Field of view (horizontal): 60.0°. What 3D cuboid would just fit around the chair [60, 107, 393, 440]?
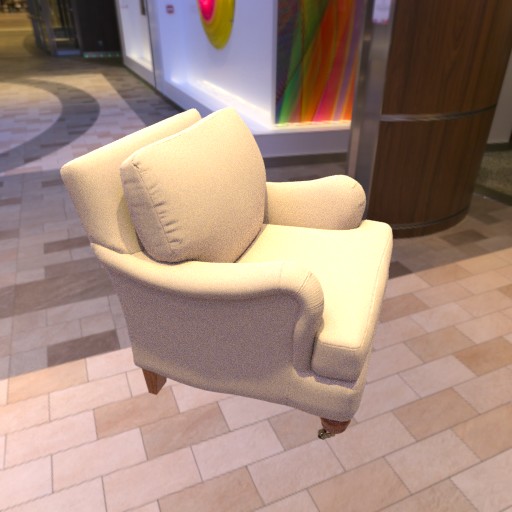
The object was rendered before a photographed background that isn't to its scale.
[{"bbox_3d":[0.000,0.000,1.865,1.070,1.038,0.955,11,32,18],"label":"chair"}]
